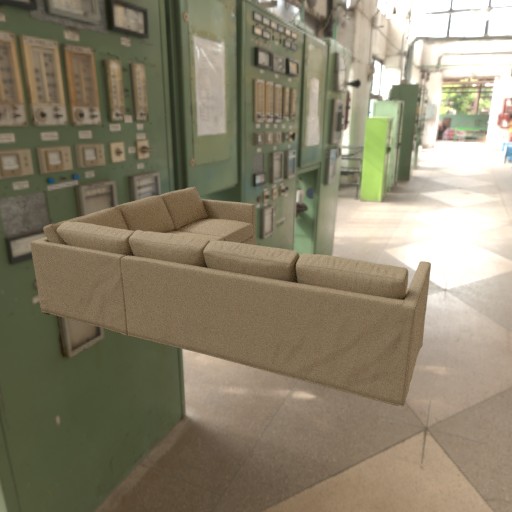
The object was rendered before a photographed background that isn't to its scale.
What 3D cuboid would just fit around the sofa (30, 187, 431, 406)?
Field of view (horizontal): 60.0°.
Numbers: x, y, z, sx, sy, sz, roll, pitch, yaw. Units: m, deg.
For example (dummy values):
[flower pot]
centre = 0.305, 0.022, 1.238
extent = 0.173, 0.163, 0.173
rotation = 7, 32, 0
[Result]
[sofa]
centre = 0.000, 0.000, 4.258
extent = 3.182, 0.871, 2.432
rotation = 8, 19, 24
